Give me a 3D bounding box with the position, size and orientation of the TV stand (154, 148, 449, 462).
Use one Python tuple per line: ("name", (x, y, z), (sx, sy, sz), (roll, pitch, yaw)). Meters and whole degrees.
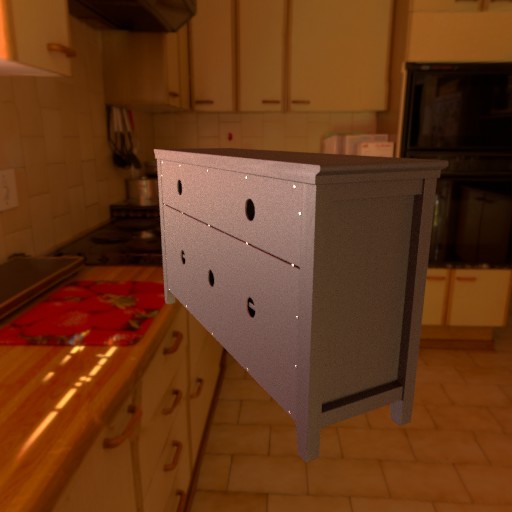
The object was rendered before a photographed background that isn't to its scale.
("TV stand", (0.000, 0.000, 1.504), (0.347, 0.681, 1.198), (-8, 17, -26))
